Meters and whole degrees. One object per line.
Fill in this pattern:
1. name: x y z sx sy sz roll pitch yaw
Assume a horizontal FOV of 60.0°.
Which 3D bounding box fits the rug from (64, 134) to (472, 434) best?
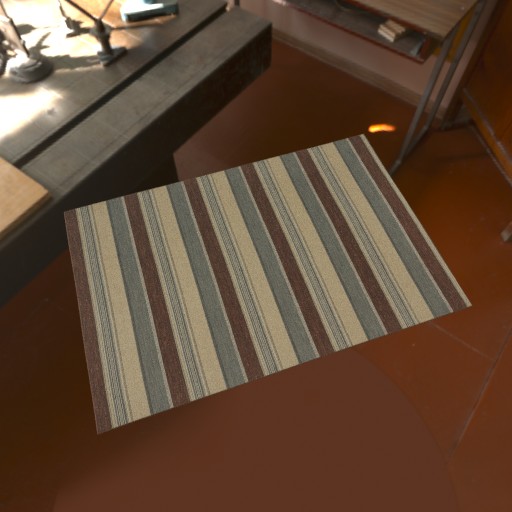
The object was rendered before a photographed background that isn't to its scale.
1. rug: 0.000 0.000 2.309 1.829 0.008 1.219 -16 61 -9
